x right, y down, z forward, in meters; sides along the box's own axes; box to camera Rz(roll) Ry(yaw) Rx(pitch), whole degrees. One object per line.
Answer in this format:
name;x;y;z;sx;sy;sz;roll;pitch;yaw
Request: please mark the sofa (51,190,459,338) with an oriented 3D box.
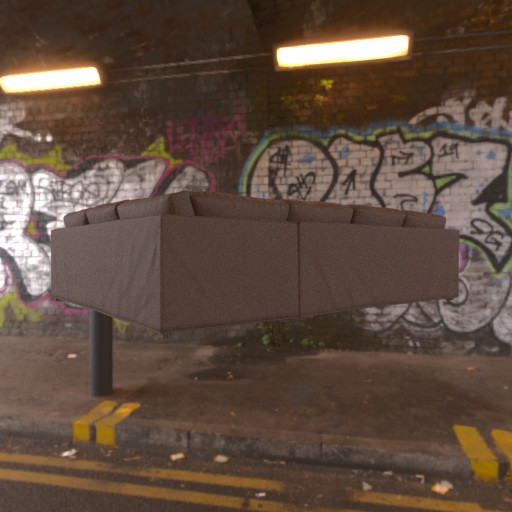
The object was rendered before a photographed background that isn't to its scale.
sofa;0.000;0.000;4.318;3.182;0.871;2.432;-1;1;-38
